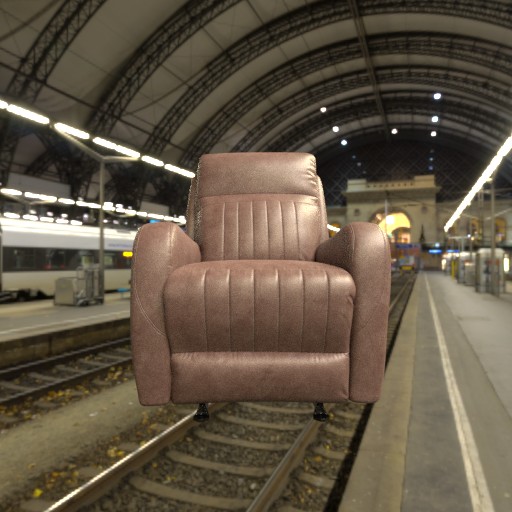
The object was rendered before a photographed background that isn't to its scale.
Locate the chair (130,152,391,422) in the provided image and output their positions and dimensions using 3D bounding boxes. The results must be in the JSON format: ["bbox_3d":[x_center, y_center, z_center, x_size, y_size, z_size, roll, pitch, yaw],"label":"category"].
[{"bbox_3d":[0.000,0.000,1.867,0.865,1.067,1.067,0,-1,-1],"label":"chair"}]
